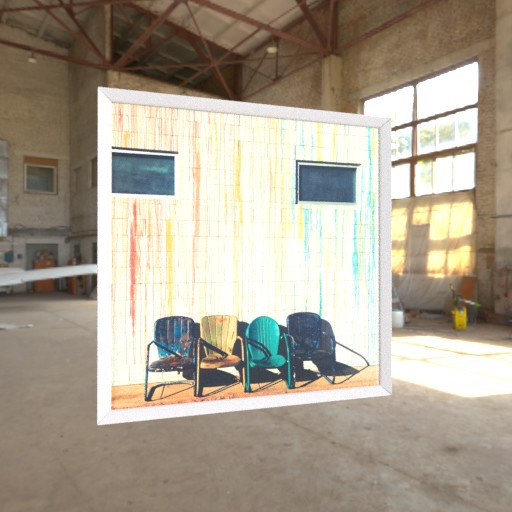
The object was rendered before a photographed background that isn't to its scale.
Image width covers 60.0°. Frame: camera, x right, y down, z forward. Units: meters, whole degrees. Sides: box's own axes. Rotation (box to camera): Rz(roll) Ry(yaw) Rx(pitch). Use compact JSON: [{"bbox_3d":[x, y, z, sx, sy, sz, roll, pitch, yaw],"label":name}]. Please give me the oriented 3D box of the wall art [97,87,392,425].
[{"bbox_3d":[0.000,0.000,0.755,0.508,0.508,0.037,0,0,-17],"label":"wall art"}]
